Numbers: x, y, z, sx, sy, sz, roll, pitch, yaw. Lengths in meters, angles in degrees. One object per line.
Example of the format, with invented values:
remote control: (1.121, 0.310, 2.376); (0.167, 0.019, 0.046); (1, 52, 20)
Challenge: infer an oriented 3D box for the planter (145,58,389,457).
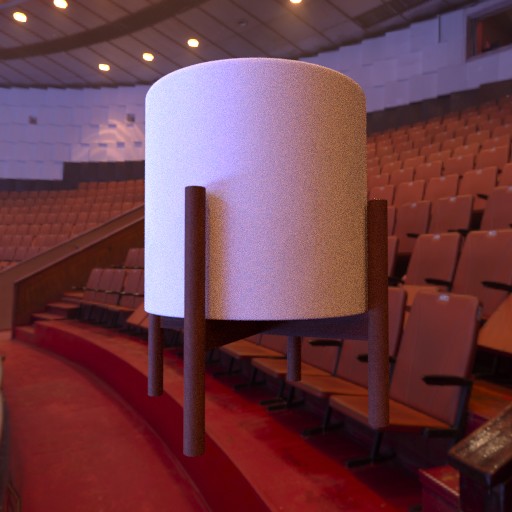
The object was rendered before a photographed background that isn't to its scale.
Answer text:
planter: (0.000, 0.000, 0.860); (0.420, 0.581, 0.421); (1, -2, -19)
